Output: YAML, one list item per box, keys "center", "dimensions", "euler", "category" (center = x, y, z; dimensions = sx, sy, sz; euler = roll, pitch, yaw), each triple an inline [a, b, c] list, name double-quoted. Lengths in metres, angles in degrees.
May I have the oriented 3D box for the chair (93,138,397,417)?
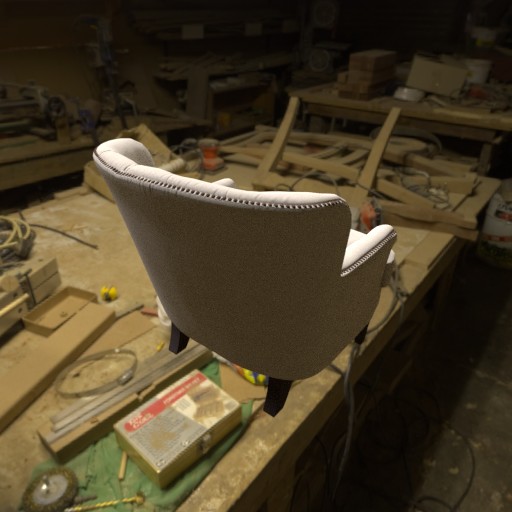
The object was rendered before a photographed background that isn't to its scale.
- center: [0.000, 0.000, 1.591]
  dimensions: [0.848, 0.868, 0.906]
  euler: [22, 37, 33]
  category: "chair"
